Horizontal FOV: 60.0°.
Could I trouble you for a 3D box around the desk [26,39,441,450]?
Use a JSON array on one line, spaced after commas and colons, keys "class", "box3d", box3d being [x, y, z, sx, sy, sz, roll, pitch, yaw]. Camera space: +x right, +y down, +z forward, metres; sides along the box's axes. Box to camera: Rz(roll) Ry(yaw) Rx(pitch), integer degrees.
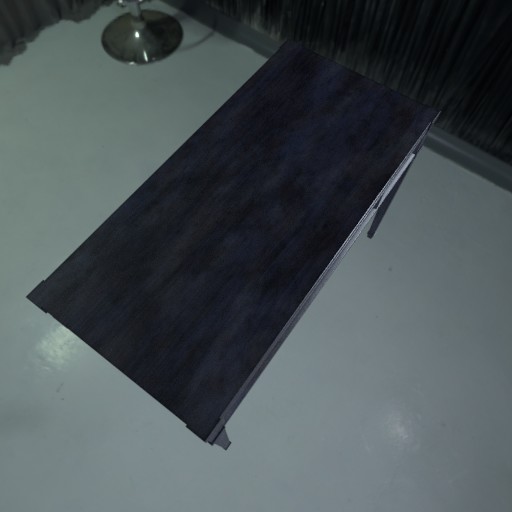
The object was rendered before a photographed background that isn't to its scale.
[{"class": "desk", "box3d": [0.000, 0.000, 1.750, 0.630, 0.861, 1.289, 33, 68, 15]}]
